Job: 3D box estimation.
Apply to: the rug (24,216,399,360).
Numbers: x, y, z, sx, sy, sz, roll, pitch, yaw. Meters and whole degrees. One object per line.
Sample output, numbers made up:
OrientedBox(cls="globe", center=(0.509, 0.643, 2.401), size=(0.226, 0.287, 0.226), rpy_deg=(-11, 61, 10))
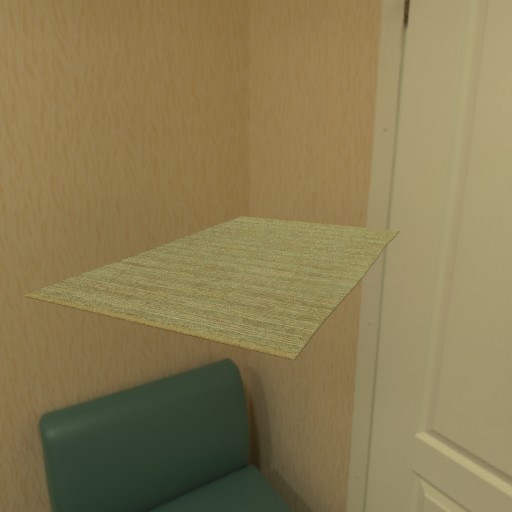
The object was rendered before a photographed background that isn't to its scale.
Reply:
OrientedBox(cls="rug", center=(0.000, 0.000, 3.063), size=(1.540, 0.012, 2.448), rpy_deg=(8, 18, 25))
